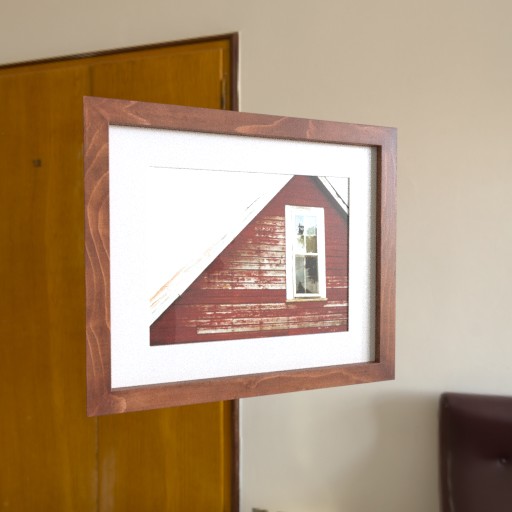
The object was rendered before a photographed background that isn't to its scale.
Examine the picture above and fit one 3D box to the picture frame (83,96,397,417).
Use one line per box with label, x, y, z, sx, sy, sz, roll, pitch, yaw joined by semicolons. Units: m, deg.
picture frame;0.000;0.000;0.530;0.381;0.330;0.025;-1;2;-19
